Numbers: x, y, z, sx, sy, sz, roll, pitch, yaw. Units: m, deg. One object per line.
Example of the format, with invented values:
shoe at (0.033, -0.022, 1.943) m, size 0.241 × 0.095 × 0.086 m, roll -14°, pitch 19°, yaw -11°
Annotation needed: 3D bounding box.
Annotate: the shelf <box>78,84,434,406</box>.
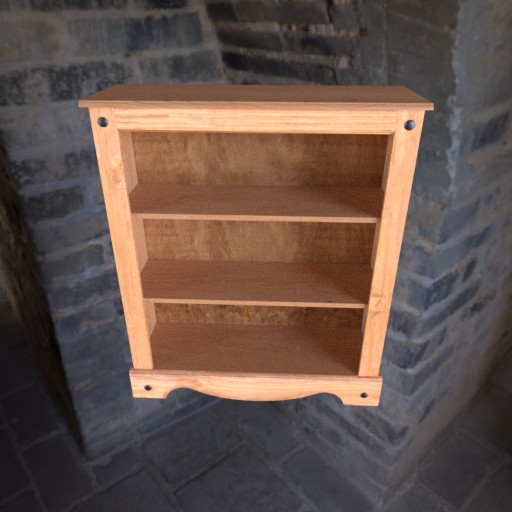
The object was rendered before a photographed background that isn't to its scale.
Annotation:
shelf at (0.000, 0.000, 1.403) m, size 0.840 × 0.980 × 0.291 m, roll 1°, pitch 29°, yaw 2°
